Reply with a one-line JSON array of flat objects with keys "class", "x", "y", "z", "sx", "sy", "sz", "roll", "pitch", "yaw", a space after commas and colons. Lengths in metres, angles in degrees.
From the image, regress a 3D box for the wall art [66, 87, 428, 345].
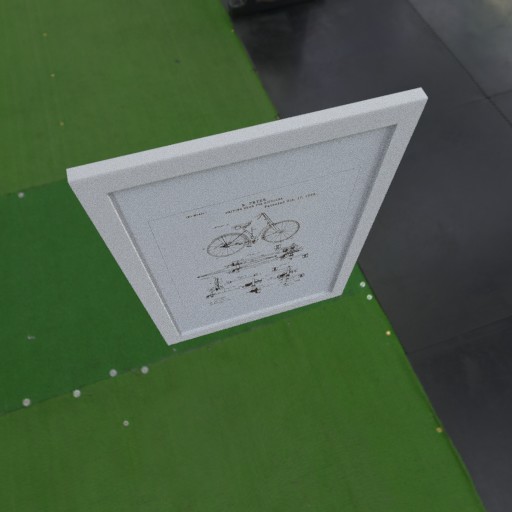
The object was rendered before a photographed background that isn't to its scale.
[{"class": "wall art", "x": 0.000, "y": 0.000, "z": 0.605, "sx": 0.332, "sy": 0.477, "sz": 0.015, "roll": -15, "pitch": 63, "yaw": -8}]
